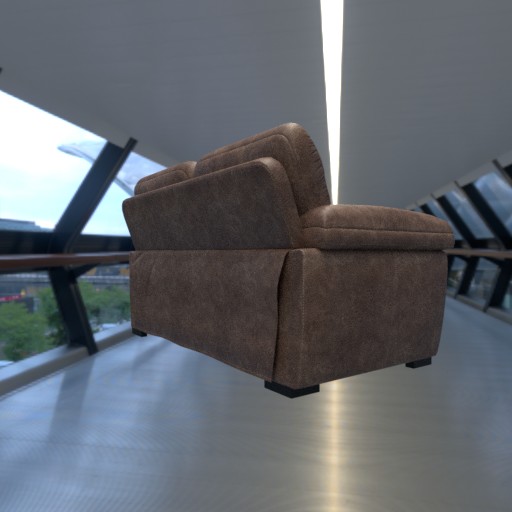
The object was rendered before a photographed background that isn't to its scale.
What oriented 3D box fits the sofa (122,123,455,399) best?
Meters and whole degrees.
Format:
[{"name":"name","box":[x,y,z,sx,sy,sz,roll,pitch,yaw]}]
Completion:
[{"name":"sofa","box":[0.000,0.000,2.406,0.991,0.991,1.753,0,0,-35]}]
